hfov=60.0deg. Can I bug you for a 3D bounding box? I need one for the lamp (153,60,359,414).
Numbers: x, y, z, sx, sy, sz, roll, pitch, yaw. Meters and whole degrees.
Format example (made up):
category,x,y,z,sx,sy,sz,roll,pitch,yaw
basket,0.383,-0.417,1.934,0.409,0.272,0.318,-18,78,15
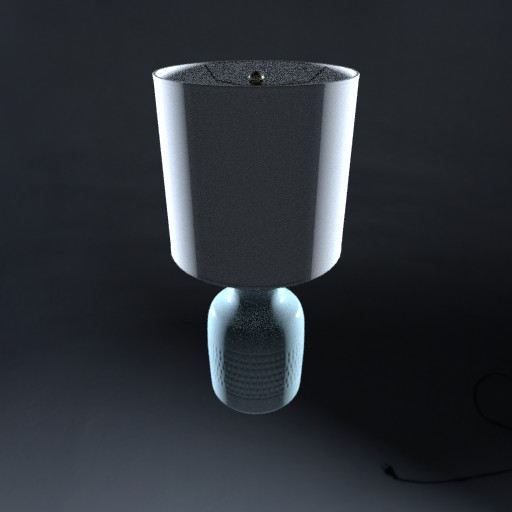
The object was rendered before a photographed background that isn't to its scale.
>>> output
category,x,y,z,sx,sy,sz,roll,pitch,yaw
lamp,0.000,0.000,1.124,0.418,0.871,0.418,1,29,1
